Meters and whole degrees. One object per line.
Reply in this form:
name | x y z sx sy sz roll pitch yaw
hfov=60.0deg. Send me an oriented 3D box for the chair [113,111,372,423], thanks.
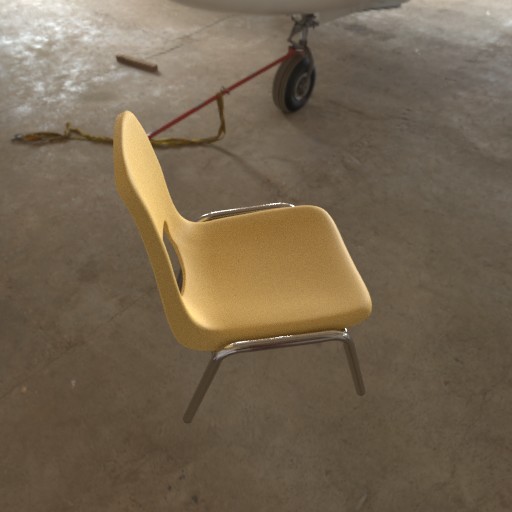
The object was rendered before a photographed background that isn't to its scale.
chair | 0.000 0.000 0.802 0.385 0.536 0.354 -8 46 -8
